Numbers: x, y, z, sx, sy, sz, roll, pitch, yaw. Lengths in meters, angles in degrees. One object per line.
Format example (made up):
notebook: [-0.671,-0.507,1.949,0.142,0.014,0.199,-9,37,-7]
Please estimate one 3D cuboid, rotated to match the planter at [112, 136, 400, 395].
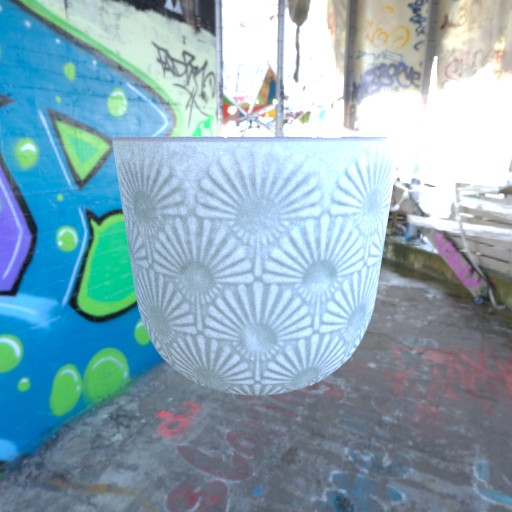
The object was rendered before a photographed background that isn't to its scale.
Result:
planter: [0.000,0.000,0.293,0.170,0.152,0.170,0,15,0]
